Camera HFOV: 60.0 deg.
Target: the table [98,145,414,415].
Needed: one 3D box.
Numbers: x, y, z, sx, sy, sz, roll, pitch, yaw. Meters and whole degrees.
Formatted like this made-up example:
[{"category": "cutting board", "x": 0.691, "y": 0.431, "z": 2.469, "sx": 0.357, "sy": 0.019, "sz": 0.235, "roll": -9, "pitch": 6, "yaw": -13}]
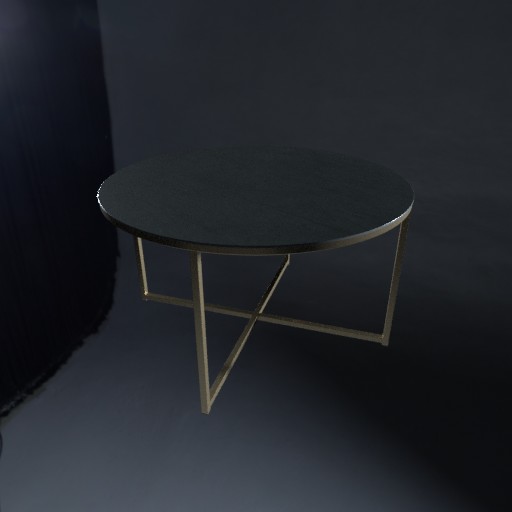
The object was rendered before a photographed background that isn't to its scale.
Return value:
[{"category": "table", "x": 0.000, "y": 0.000, "z": 1.279, "sx": 0.800, "sy": 0.450, "sz": 0.800, "roll": 0, "pitch": 27, "yaw": 0}]
